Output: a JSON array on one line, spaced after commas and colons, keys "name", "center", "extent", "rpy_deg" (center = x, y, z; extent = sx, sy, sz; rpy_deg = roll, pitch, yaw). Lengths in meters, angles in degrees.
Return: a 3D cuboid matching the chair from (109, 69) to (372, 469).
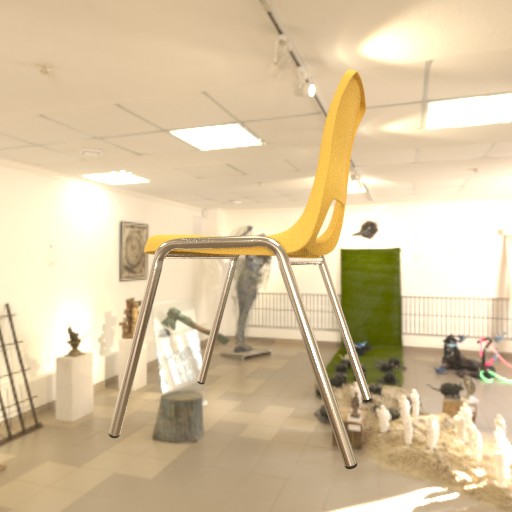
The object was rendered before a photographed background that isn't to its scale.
[{"name": "chair", "center": [0.000, 0.000, 0.905], "extent": [0.436, 0.653, 0.381], "rpy_deg": [0, -1, 18]}]
